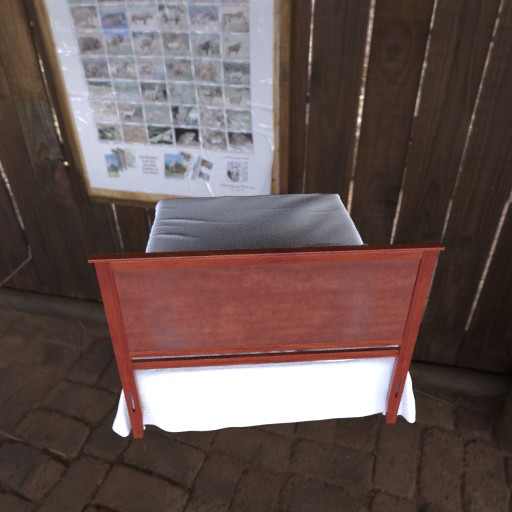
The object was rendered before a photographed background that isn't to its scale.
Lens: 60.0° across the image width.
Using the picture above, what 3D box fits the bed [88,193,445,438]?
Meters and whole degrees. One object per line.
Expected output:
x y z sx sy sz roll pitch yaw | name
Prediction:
0.000 0.000 3.230 1.870 1.270 2.050 -2 32 -3 | bed
